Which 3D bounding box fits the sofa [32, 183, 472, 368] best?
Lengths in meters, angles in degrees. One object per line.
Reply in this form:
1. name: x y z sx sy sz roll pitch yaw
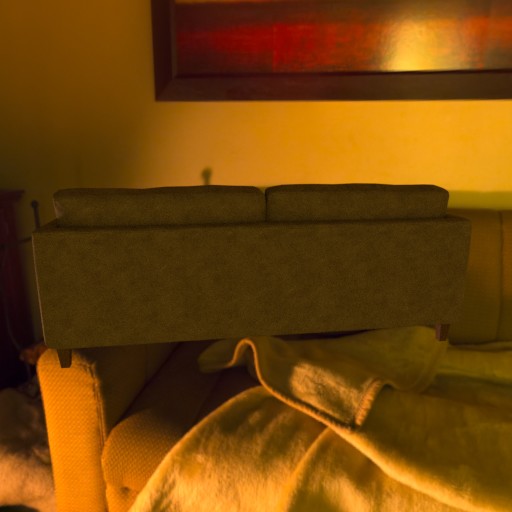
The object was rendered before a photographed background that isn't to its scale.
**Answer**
1. sofa: 0.000 0.000 2.887 2.434 0.965 0.951 -2 14 -9
